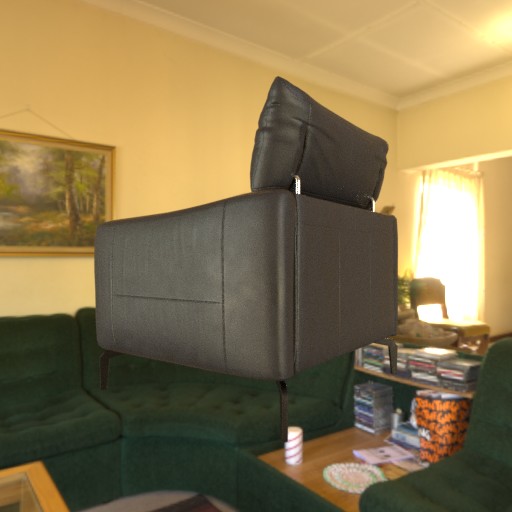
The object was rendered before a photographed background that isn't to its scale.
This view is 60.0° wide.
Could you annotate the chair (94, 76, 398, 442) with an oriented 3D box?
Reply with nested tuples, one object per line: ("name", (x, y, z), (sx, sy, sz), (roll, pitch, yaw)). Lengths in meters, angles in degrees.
("chair", (0.000, 0.000, 1.691), (0.809, 0.949, 0.976), (0, -1, 36))
